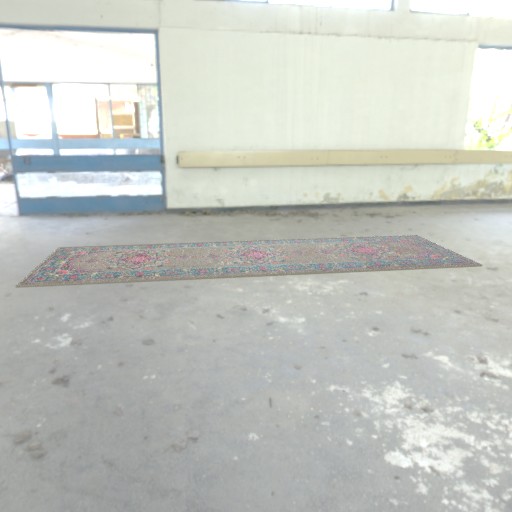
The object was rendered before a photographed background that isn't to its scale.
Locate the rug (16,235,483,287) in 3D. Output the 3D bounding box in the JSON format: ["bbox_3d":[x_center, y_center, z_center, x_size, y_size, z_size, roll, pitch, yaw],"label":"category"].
[{"bbox_3d":[0.000,0.000,1.976,1.827,0.012,0.553,-2,16,-8],"label":"rug"}]
